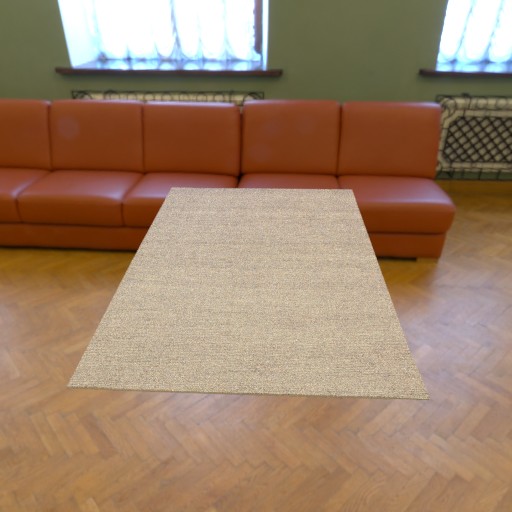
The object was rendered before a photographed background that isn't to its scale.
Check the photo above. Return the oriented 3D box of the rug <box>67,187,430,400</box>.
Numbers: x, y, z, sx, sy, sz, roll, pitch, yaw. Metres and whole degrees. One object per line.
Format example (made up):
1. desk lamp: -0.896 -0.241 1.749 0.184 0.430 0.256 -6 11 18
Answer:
1. rug: 0.000 0.000 2.943 1.609 0.030 2.342 1 31 2
